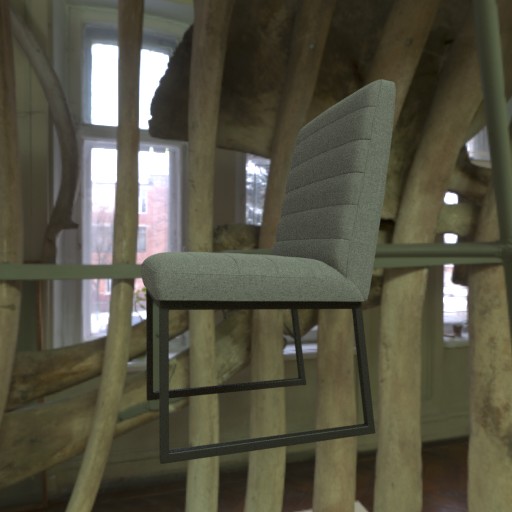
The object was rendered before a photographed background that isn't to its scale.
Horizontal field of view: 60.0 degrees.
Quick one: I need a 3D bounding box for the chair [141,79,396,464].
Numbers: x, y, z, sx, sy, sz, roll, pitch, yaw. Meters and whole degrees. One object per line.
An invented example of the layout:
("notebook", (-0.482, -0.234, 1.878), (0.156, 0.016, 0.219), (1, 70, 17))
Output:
("chair", (0.000, 0.000, 1.302), (0.634, 0.930, 0.520), (0, 1, -18))
